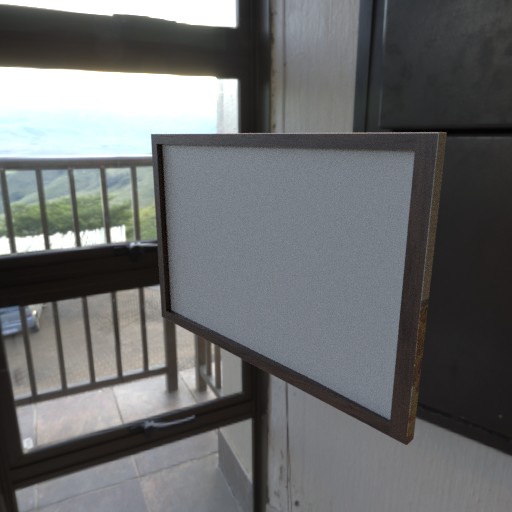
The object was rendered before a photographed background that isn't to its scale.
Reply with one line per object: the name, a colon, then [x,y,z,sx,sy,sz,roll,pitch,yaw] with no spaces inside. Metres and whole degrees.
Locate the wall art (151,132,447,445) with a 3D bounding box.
wall art: [0.000,0.000,1.906,0.051,1.016,1.520,-14,21,-42]
